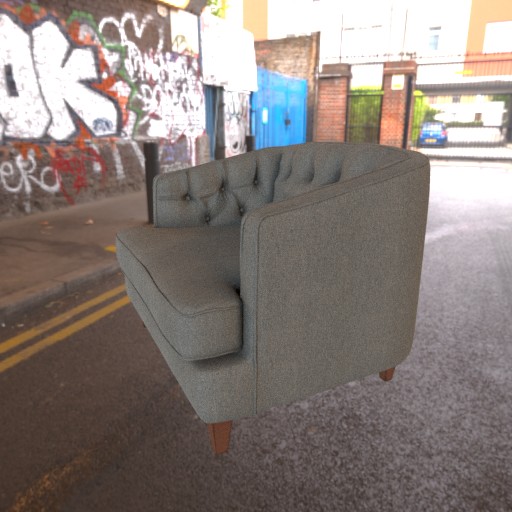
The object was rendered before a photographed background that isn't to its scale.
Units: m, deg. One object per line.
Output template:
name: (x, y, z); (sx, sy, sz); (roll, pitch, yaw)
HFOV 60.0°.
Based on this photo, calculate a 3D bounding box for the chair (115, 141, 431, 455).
chair: (0.000, 0.000, 1.741); (0.945, 0.852, 1.094); (-8, 18, -25)
